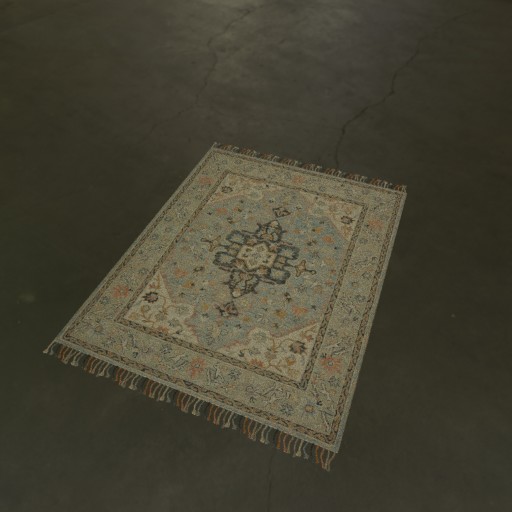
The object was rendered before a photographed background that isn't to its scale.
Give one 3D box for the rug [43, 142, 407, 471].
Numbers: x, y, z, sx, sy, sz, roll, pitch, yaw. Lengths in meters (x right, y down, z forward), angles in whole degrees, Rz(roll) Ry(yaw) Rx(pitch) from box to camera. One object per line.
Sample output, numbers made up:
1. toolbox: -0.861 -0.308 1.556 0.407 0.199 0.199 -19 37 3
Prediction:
1. rug: 0.000 0.000 4.228 2.379 0.011 3.221 16 50 15
